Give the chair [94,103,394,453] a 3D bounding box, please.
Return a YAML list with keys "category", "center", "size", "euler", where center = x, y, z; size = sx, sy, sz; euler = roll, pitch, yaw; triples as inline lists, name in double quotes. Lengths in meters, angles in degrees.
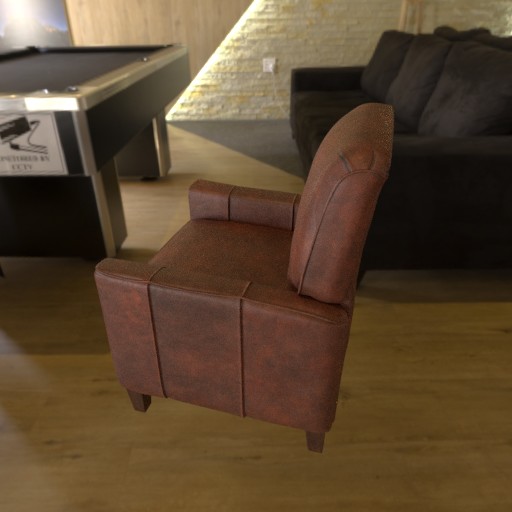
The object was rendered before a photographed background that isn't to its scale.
- category: "chair"
  center: [0.000, 0.000, 1.632]
  size: [0.836, 1.043, 0.843]
  euler: [8, 30, 14]
